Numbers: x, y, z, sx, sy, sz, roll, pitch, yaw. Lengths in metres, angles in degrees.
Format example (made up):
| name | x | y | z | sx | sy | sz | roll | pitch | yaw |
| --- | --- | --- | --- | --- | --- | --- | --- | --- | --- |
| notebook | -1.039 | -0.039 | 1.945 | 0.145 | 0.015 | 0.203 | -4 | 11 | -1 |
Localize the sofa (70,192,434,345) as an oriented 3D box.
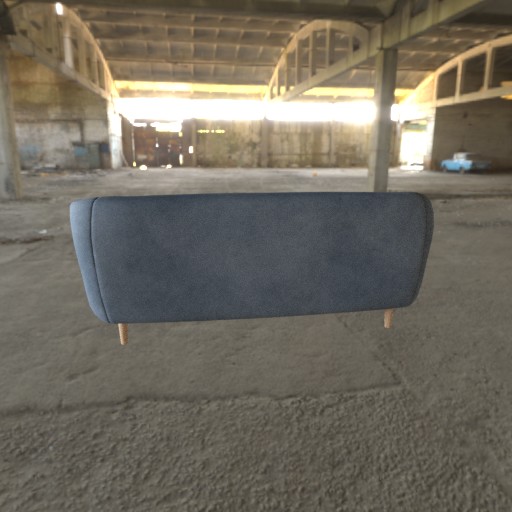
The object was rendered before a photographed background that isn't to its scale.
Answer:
| name | x | y | z | sx | sy | sz | roll | pitch | yaw |
| --- | --- | --- | --- | --- | --- | --- | --- | --- | --- |
| sofa | 0.000 | 0.000 | 2.560 | 2.095 | 0.795 | 0.849 | -2 | 14 | -9 |
